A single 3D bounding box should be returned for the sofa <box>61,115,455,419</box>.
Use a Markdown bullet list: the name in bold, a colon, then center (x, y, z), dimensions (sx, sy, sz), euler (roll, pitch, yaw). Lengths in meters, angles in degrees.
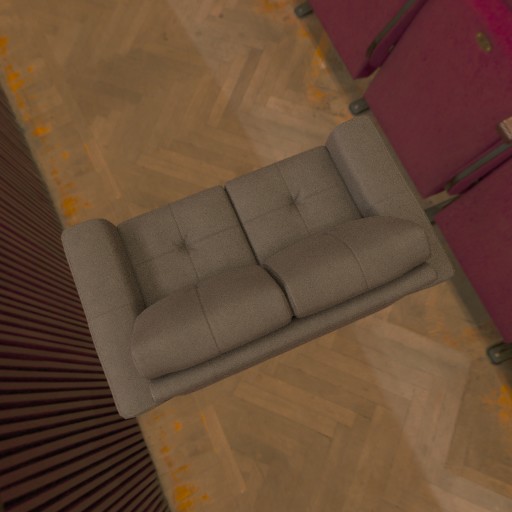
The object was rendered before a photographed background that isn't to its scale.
- **sofa**: center (0.000, 0.000, 2.317), dimensions (1.806, 0.907, 1.018), euler (-22, 75, -6)
